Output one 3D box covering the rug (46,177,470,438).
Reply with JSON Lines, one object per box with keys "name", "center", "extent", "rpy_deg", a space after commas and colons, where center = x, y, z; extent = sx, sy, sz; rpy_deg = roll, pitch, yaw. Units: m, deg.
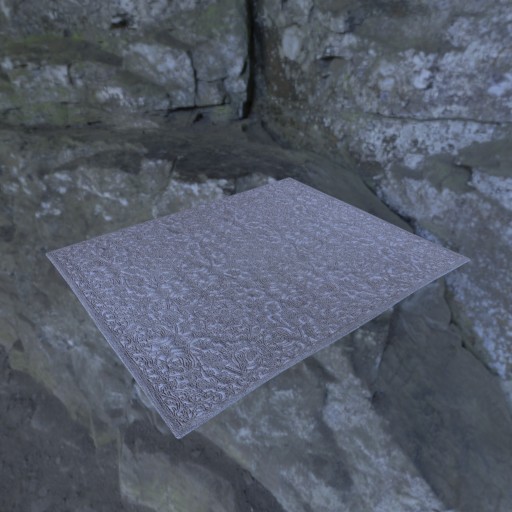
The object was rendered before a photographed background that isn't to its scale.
{"name": "rug", "center": [0.000, 0.000, 4.049], "extent": [3.017, 0.035, 2.472], "rpy_deg": [-22, 38, -31]}
